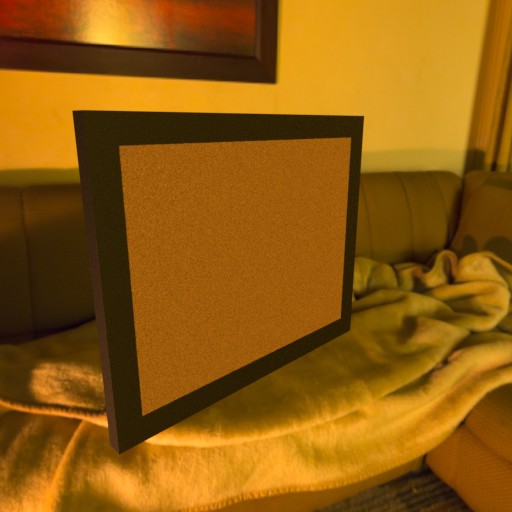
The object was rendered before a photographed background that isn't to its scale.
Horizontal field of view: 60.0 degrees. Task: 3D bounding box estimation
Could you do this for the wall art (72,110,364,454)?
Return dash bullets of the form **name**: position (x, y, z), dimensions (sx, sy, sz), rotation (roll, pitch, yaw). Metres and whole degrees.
- **wall art**: position (0.000, 0.000, 0.752), dimensions (0.561, 0.460, 0.028), rotation (-15, 22, -42)
